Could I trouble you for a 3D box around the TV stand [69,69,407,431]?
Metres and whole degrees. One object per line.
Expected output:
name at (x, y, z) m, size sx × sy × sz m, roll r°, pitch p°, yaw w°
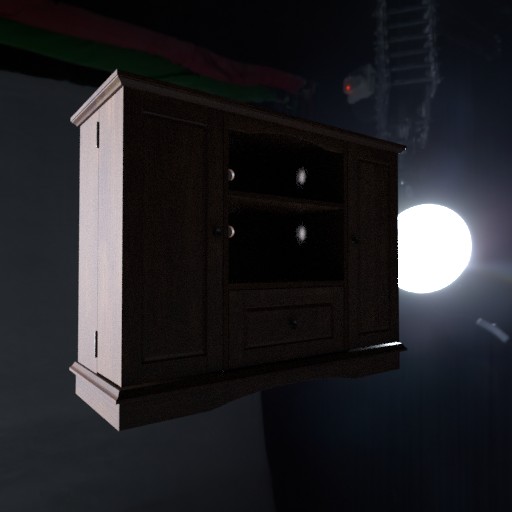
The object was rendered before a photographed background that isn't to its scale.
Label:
TV stand at (0.000, 0.000, 1.458) m, size 1.067 × 0.813 × 0.406 m, roll 1°, pitch -2°, yaw -36°
